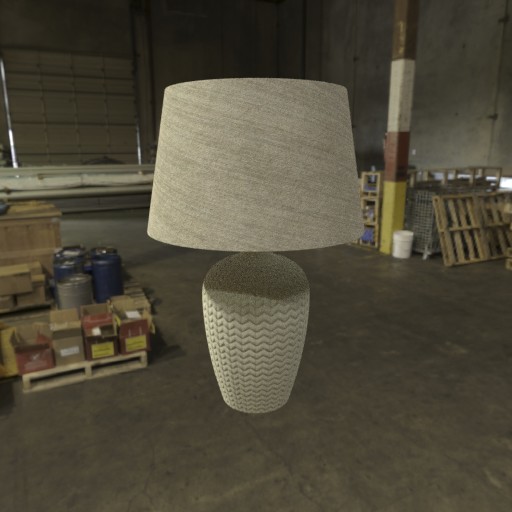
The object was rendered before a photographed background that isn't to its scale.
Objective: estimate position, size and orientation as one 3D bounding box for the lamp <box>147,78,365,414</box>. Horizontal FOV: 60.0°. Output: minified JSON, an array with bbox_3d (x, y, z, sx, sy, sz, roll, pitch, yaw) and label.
[{"bbox_3d":[0.000,0.000,0.830,0.390,0.580,0.390,0,14,0],"label":"lamp"}]
